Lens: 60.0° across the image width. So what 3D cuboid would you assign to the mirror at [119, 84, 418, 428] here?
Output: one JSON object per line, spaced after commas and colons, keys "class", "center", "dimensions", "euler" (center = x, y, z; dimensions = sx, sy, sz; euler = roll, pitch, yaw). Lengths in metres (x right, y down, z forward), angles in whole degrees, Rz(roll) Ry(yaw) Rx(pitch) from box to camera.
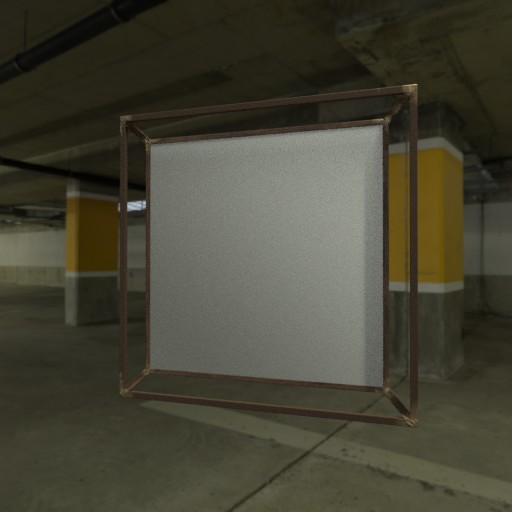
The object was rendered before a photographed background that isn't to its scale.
{"class": "mirror", "center": [0.000, 0.000, 0.891], "dimensions": [0.610, 0.610, 0.032], "euler": [0, 0, 17]}
